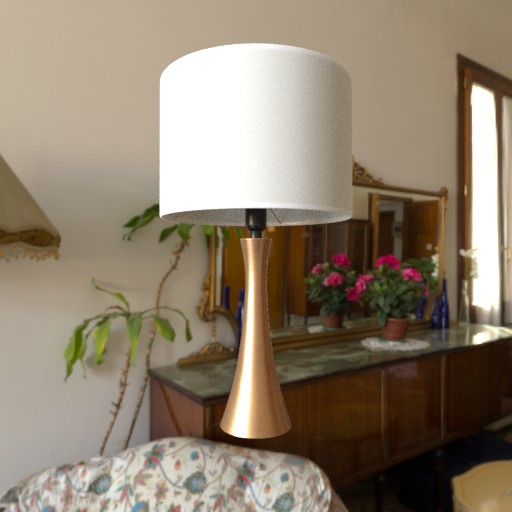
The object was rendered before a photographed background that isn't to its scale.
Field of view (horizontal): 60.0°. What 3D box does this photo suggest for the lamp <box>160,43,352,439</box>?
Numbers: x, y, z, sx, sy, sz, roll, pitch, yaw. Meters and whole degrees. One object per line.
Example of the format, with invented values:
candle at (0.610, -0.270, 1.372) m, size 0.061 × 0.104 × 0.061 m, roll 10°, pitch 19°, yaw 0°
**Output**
lamp at (0.000, 0.000, 0.632) m, size 0.268 × 0.479 × 0.268 m, roll 0°, pitch -1°, yaw 19°
